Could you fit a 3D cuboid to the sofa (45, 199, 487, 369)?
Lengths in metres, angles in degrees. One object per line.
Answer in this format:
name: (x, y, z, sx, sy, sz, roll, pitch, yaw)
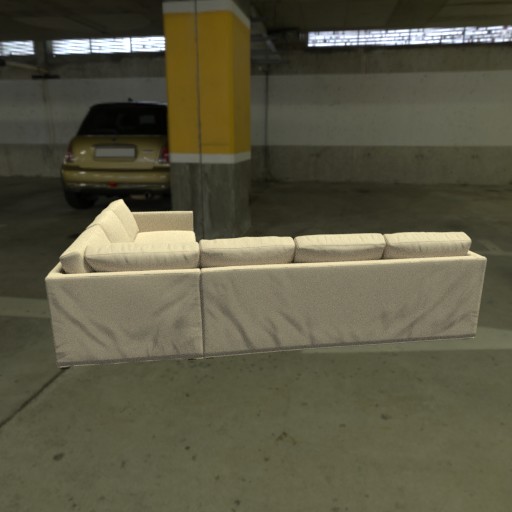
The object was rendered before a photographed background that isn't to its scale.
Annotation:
sofa: (0.000, 0.000, 4.325, 3.182, 0.871, 2.432, -2, 16, -8)
